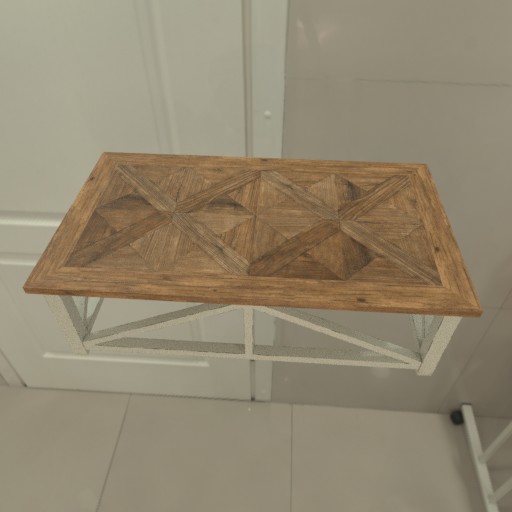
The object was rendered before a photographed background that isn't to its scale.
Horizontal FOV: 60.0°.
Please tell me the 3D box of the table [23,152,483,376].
[{"bbox_3d":[0.000,0.000,1.770,1.400,0.410,0.800,3,44,3],"label":"table"}]
